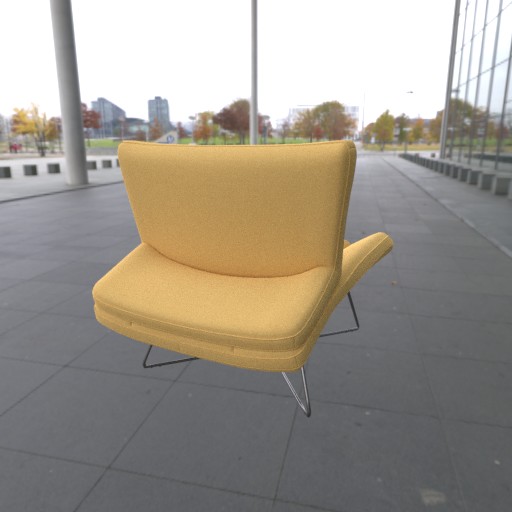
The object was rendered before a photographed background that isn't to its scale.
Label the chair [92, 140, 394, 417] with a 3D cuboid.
[{"bbox_3d":[0.000,0.000,1.695,0.859,0.855,1.008,7,16,27],"label":"chair"}]
